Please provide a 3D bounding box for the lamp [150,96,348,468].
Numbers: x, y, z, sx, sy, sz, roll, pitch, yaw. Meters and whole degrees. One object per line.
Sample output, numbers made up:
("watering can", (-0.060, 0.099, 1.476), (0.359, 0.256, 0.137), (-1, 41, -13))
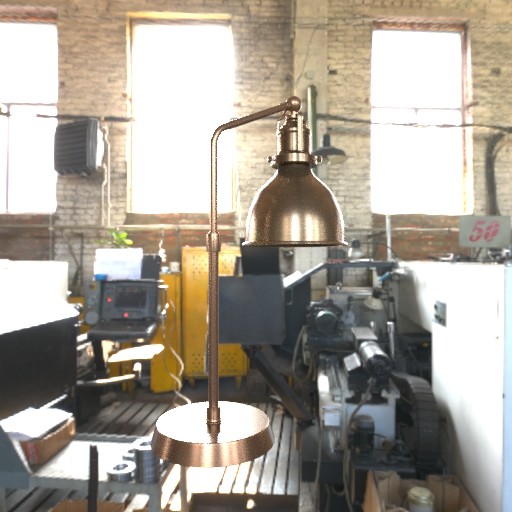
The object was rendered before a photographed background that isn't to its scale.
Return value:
("lamp", (0.000, 0.000, 0.592), (0.286, 0.456, 0.153), (0, 0, -37))
